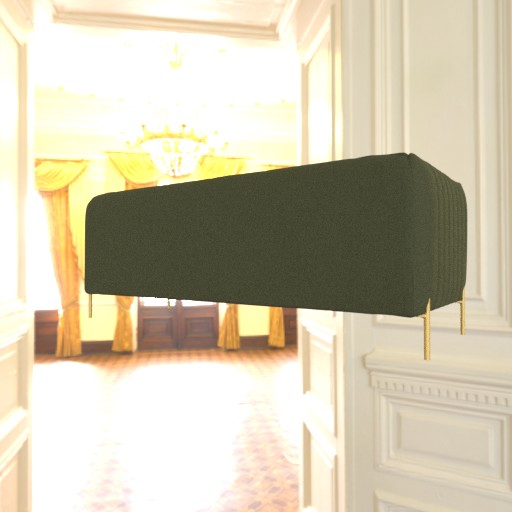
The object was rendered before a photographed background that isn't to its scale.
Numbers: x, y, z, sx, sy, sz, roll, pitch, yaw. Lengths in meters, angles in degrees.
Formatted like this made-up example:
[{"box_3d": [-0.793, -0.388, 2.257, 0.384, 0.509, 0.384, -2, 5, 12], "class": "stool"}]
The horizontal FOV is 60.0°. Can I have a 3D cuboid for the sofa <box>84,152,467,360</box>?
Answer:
[{"box_3d": [0.000, 0.000, 2.570, 2.137, 0.793, 0.896, 0, -1, 35], "class": "sofa"}]
